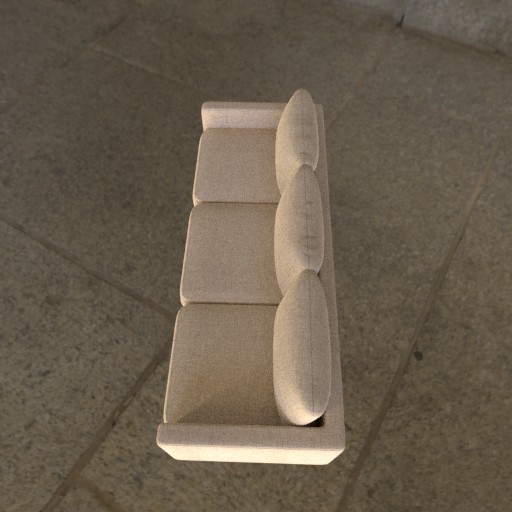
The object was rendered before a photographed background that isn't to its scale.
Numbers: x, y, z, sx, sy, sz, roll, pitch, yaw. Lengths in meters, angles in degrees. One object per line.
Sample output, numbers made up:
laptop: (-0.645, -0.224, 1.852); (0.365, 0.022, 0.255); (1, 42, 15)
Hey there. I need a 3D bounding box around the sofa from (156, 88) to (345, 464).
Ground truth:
sofa: (0.000, 0.000, 2.682); (0.859, 0.874, 2.218); (2, 59, 1)
